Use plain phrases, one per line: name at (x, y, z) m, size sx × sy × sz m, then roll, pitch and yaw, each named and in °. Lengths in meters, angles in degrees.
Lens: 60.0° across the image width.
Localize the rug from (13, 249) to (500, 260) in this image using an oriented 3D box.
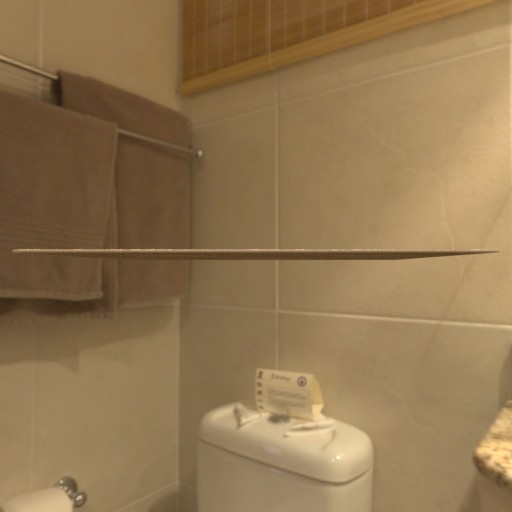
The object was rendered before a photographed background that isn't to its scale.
rug at (0.000, 0.000, 3.402) m, size 2.746 × 0.018 × 1.819 m, roll 0°, pitch -2°, yaw 0°
